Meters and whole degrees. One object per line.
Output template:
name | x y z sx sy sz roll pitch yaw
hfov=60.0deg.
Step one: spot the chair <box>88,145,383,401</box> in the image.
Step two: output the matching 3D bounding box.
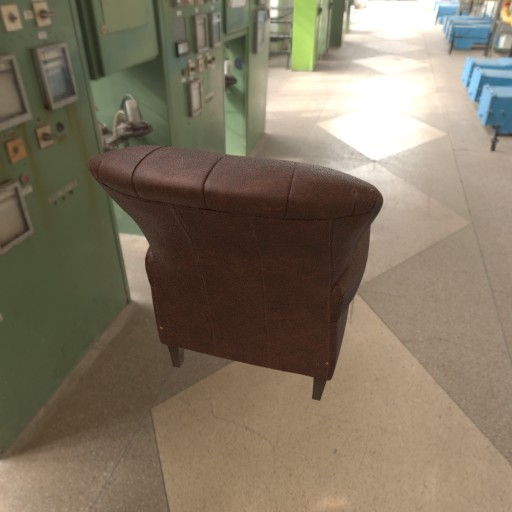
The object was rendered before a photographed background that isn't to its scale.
chair | 0.000 0.000 1.953 0.979 1.162 1.031 9 34 14
